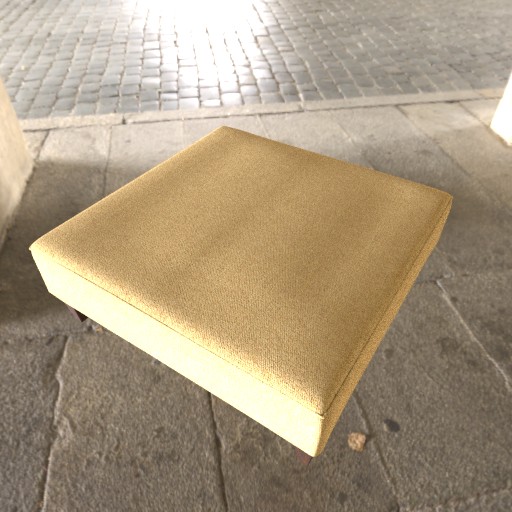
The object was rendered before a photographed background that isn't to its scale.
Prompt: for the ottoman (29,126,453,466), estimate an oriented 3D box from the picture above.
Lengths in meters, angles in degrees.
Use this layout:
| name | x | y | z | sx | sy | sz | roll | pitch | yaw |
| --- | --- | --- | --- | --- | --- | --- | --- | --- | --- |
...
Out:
| name | x | y | z | sx | sy | sz | roll | pitch | yaw |
| --- | --- | --- | --- | --- | --- | --- | --- | --- | --- |
| ottoman | 0.000 | 0.000 | 1.493 | 0.981 | 0.378 | 0.970 | 24 | 47 | 24 |
